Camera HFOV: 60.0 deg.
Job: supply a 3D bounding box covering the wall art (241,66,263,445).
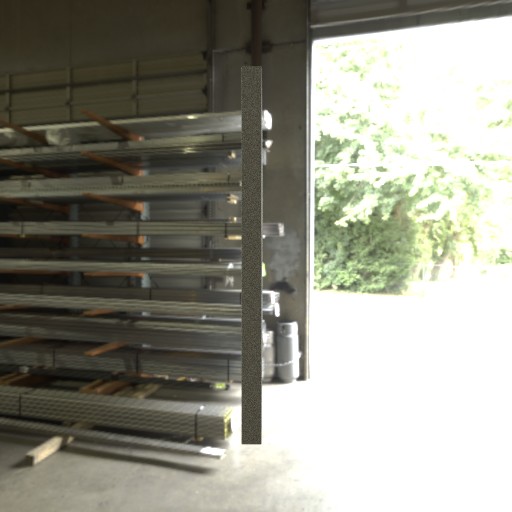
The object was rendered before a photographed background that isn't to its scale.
[{"bbox_3d":[0.000,0.000,1.176,0.033,0.617,0.906,0,0,1],"label":"wall art"}]
